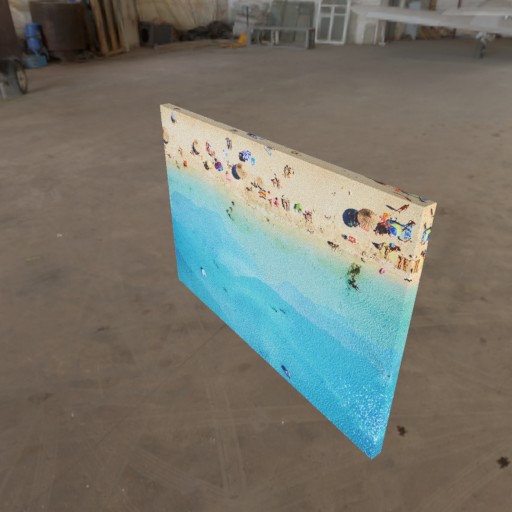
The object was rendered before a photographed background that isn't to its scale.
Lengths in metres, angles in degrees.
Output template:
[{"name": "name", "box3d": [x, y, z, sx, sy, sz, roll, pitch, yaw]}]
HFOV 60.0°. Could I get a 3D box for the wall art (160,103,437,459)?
[{"name": "wall art", "box3d": [0.000, 0.000, 1.444, 0.040, 0.769, 1.136, -21, 36, -31]}]
